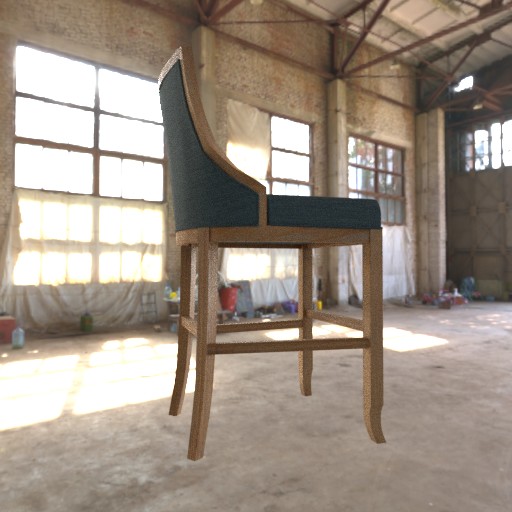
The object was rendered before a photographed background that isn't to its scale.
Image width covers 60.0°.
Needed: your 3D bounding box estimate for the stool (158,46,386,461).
[{"bbox_3d":[0.000,0.000,1.449,0.626,1.101,0.524,0,-1,-19],"label":"stool"}]
